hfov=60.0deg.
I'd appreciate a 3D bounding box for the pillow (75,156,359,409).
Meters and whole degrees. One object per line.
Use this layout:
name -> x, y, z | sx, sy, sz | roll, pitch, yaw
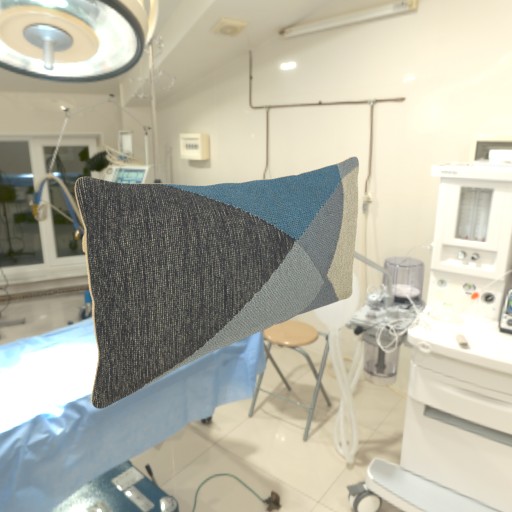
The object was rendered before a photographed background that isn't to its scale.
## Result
pillow -> 0.000, 0.000, 0.746 | 0.148, 0.307, 0.604 | 15, 21, 43
